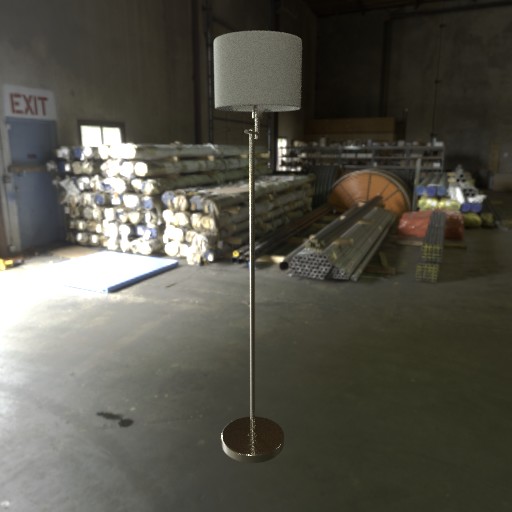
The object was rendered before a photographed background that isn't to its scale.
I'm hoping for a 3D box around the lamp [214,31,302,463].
[{"bbox_3d":[0.000,0.000,1.776,0.324,1.600,0.416,2,14,8],"label":"lamp"}]
